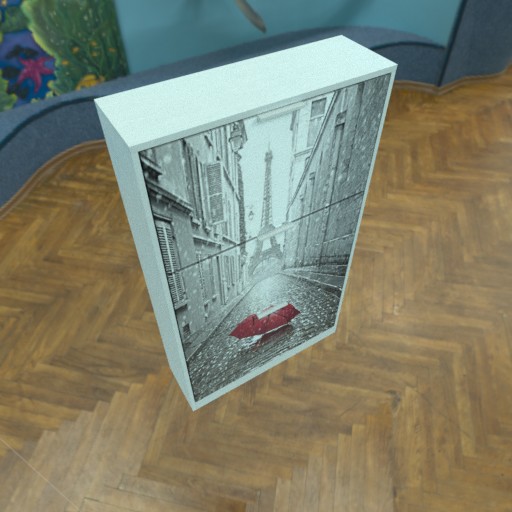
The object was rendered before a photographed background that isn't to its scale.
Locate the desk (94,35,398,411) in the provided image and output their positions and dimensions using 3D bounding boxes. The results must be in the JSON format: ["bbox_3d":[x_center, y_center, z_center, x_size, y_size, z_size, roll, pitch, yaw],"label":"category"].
[{"bbox_3d":[0.000,0.000,1.580,0.750,1.280,0.250,-24,51,-21],"label":"desk"}]
